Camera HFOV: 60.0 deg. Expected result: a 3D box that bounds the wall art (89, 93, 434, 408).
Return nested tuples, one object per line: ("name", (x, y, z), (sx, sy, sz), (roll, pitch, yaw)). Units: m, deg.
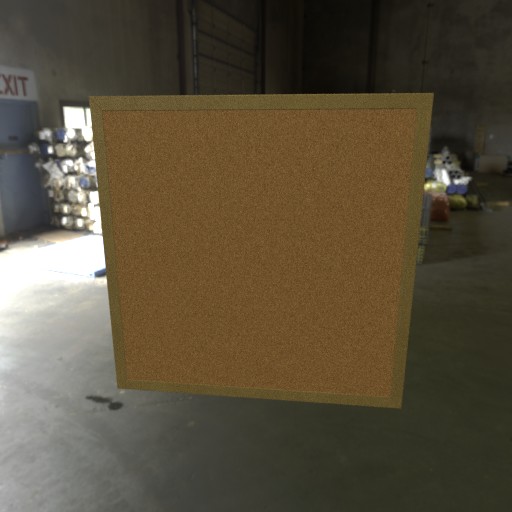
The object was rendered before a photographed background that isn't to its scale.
("wall art", (0.000, 0.000, 0.448), (0.305, 0.305, 0.038), (2, 16, 7))
